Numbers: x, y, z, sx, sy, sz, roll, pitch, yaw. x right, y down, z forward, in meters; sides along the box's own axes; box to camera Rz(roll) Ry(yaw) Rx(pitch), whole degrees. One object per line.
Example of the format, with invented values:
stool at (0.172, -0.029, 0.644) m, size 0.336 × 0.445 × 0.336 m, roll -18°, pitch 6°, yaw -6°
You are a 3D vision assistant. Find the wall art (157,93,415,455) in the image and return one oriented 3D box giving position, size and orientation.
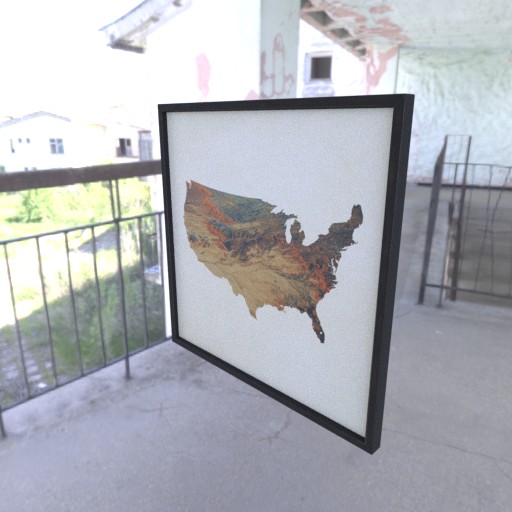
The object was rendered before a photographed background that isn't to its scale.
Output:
wall art at (0.000, 0.000, 0.457) m, size 0.304 × 0.303 × 0.015 m, roll 16°, pitch 23°, yaw 42°
